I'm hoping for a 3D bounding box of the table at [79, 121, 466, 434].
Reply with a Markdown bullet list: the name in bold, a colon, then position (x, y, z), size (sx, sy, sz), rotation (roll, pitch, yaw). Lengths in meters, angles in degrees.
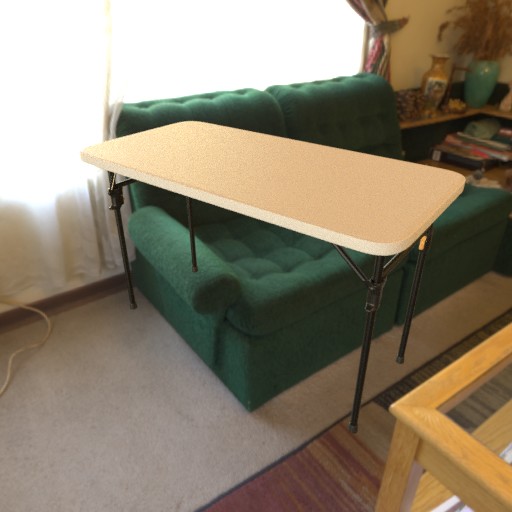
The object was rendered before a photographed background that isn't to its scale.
- **table**: position (0.000, 0.000, 1.659), size (1.219, 0.729, 0.610), rotation (21, 36, 32)
